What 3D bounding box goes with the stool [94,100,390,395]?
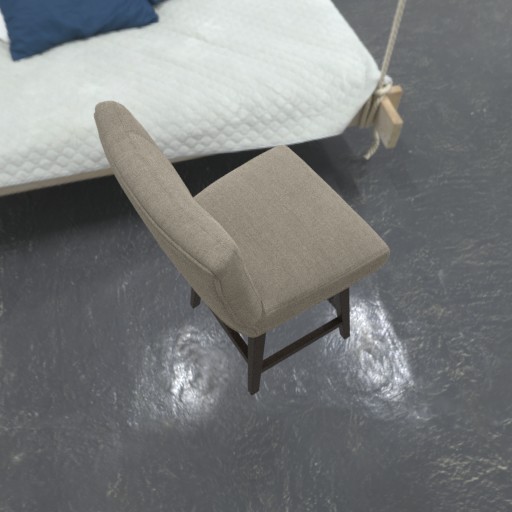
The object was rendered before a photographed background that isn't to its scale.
[{"bbox_3d":[0.000,0.000,1.319,0.574,1.000,0.514,-30,62,-18],"label":"stool"}]
